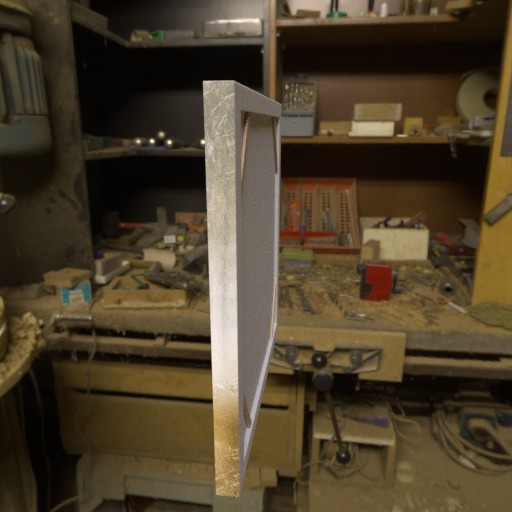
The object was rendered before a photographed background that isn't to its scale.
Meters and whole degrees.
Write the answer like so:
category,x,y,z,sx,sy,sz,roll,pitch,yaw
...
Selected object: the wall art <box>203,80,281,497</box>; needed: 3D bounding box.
category,x,y,z,sx,sy,sz,roll,pitch,yaw
wall art,0.000,0.000,0.900,0.038,0.610,0.610,2,17,8
